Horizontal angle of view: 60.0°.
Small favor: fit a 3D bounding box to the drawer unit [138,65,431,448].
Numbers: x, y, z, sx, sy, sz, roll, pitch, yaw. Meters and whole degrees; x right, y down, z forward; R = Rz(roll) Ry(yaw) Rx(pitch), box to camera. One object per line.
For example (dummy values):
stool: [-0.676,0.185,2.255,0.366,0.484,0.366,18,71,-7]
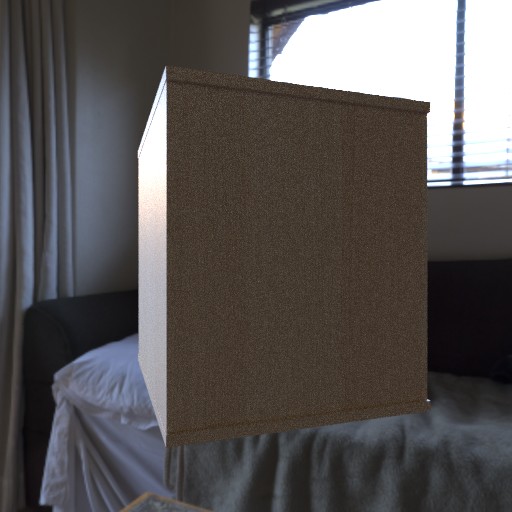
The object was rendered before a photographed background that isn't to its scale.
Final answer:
drawer unit: [0.000,0.000,0.610,0.290,0.344,0.349,0,0,-19]
